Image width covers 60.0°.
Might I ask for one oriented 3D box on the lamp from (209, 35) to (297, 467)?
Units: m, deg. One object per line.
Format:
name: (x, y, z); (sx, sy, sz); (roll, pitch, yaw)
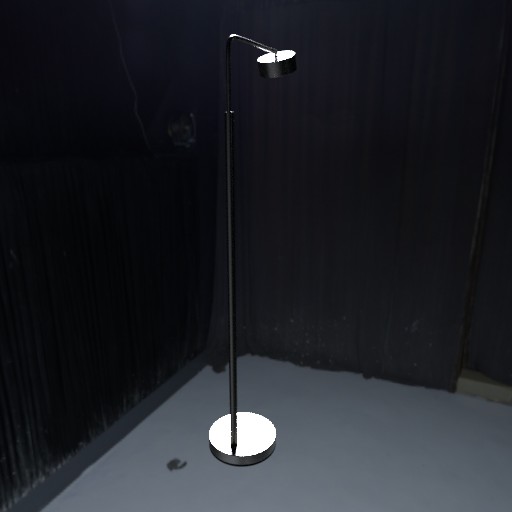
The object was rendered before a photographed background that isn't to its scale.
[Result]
lamp: (0.000, 0.000, 1.404); (0.222, 1.250, 0.421); (8, 17, 26)
